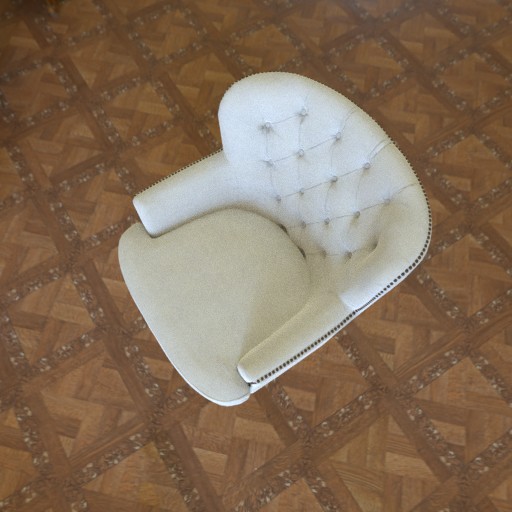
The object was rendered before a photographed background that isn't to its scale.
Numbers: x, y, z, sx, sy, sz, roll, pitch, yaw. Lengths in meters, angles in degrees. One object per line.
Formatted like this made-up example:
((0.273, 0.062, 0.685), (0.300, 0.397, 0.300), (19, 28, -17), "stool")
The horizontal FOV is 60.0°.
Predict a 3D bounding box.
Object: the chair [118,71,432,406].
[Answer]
((0.000, 0.000, 1.621), (0.906, 0.868, 0.848), (-31, 68, -14), "chair")
